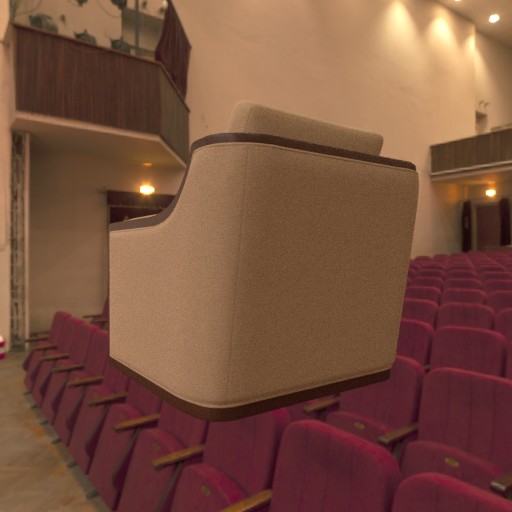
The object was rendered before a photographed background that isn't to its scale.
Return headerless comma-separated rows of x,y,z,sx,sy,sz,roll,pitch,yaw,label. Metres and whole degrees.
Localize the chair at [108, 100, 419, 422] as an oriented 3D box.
0.000,0.000,1.687,0.870,0.930,0.950,0,1,-36,chair
